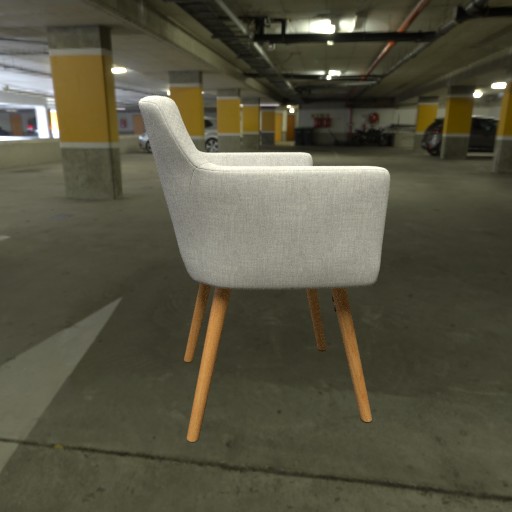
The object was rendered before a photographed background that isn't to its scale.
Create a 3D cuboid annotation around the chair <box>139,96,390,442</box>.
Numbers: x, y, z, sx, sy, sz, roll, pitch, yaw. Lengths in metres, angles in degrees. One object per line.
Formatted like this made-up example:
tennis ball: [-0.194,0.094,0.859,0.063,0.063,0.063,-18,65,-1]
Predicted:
chair: [0.000,0.000,1.160,0.540,0.780,0.570,-3,16,-9]
